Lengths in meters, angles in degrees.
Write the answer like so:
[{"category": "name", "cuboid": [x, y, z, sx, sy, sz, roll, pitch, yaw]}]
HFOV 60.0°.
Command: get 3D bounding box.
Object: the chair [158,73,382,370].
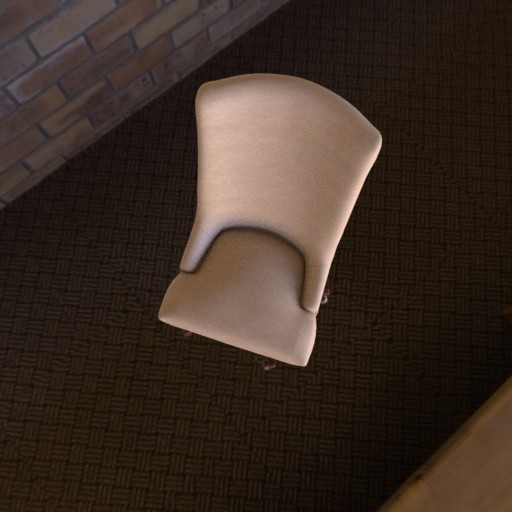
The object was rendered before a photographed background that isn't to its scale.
[{"category": "chair", "cuboid": [0.000, 0.000, 1.469, 0.645, 1.010, 0.696, 17, 78, 4]}]
